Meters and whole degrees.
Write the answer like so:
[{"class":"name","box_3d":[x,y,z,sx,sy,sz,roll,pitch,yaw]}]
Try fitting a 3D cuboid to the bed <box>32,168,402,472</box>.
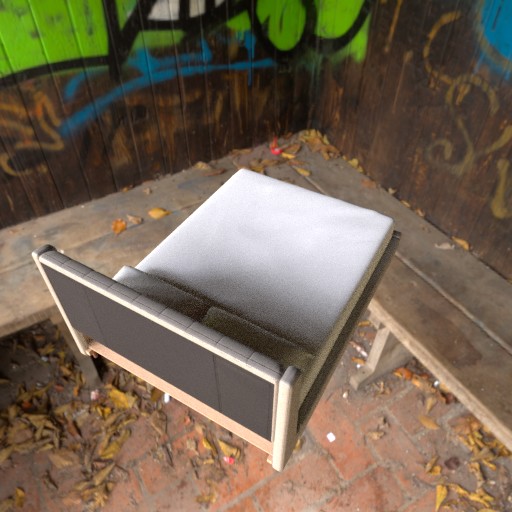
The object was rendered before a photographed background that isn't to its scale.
[{"class":"bed","box_3d":[0.000,0.000,3.277,1.656,1.147,2.232,22,49,21]}]
